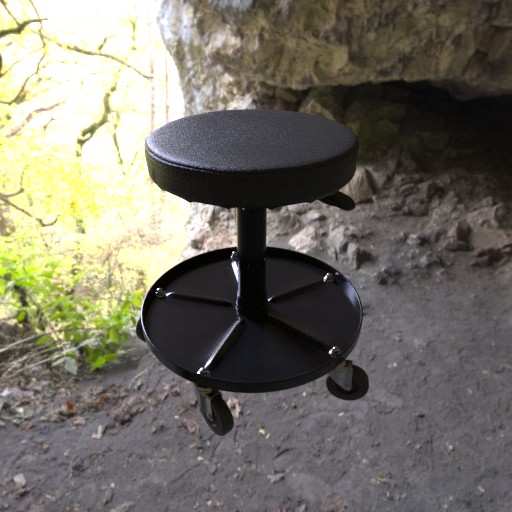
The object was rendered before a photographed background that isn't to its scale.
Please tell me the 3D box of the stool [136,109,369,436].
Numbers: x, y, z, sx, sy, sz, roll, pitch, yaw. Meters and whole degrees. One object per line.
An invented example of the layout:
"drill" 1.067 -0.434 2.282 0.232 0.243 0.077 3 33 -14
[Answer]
"stool" 0.000 0.000 0.658 0.382 0.365 0.381 10 33 16
